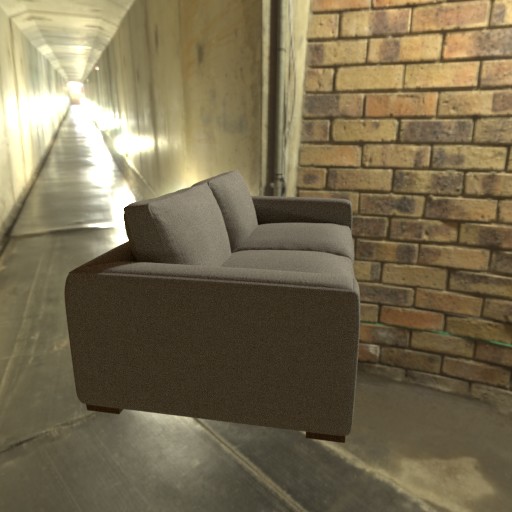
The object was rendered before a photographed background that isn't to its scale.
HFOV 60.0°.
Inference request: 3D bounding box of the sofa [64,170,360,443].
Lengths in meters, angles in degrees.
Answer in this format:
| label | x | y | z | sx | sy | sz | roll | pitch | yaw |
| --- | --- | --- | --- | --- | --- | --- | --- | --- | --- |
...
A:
| label | x | y | z | sx | sy | sz | roll | pitch | yaw |
| --- | --- | --- | --- | --- | --- | --- | --- | --- | --- |
| sofa | 0.000 | 0.000 | 2.409 | 1.069 | 0.800 | 1.920 | 3 | 16 | 11 |
